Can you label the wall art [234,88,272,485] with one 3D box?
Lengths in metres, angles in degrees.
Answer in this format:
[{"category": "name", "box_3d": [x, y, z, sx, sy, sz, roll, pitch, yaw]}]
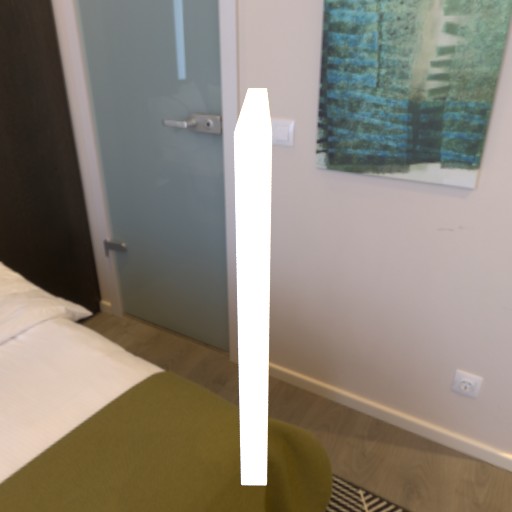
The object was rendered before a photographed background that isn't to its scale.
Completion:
[{"category": "wall art", "box_3d": [0.000, 0.000, 0.772, 0.038, 0.508, 0.508, 0, 25, 1]}]
